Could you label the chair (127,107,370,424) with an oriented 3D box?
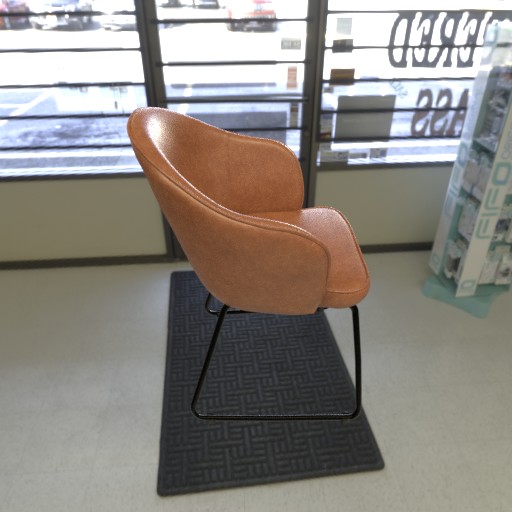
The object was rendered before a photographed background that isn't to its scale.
[{"bbox_3d":[0.000,0.000,1.237,0.580,0.785,0.582,-1,32,-1],"label":"chair"}]
